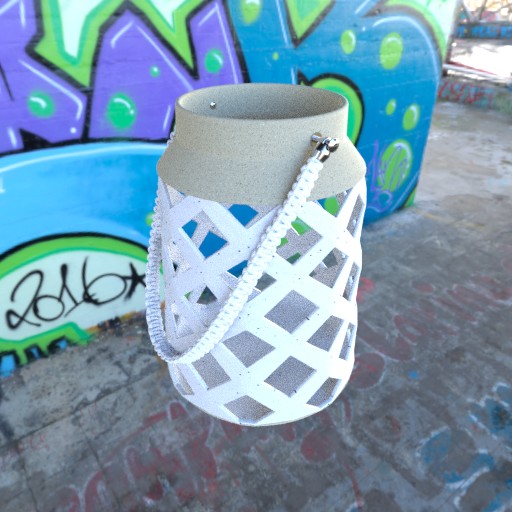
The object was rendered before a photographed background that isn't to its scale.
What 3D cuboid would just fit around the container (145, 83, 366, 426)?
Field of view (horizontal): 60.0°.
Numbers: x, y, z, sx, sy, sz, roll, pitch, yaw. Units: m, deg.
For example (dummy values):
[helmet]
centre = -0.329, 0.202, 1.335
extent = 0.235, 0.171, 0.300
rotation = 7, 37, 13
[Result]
[container]
centre = 0.000, 0.000, 0.388
extent = 0.198, 0.264, 0.188
rotation = -22, 38, -32
